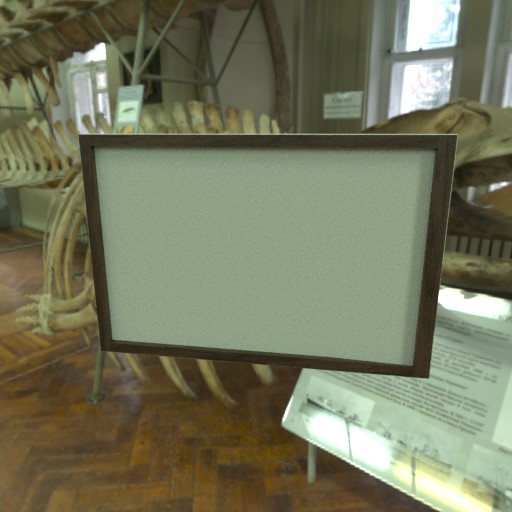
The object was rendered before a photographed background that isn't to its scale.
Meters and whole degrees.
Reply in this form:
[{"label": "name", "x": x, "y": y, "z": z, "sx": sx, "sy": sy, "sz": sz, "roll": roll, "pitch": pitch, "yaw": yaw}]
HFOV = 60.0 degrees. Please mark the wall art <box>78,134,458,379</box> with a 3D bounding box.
[{"label": "wall art", "x": 0.000, "y": 0.000, "z": 1.915, "sx": 1.520, "sy": 1.016, "sz": 0.051, "roll": 3, "pitch": 16, "yaw": 9}]
